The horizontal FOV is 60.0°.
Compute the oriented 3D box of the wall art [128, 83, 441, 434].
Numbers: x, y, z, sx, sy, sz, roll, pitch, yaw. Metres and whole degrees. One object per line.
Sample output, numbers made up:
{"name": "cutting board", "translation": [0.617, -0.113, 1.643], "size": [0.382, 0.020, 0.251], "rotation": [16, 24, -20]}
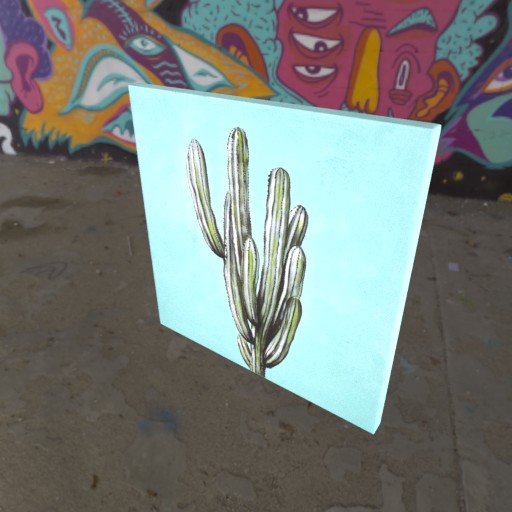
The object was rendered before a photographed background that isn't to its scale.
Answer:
{"name": "wall art", "translation": [0.000, 0.000, 1.592], "size": [1.071, 1.073, 0.070], "rotation": [20, 35, 30]}
